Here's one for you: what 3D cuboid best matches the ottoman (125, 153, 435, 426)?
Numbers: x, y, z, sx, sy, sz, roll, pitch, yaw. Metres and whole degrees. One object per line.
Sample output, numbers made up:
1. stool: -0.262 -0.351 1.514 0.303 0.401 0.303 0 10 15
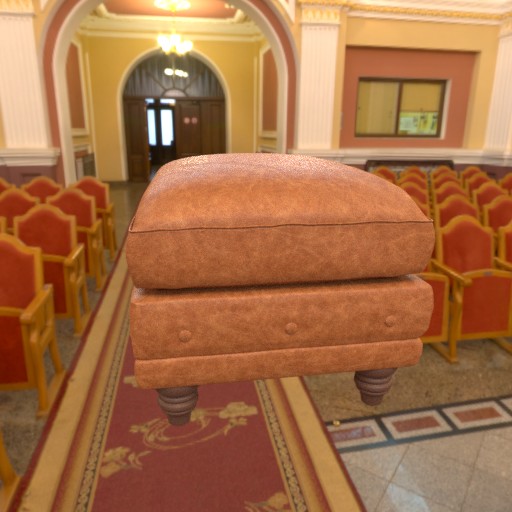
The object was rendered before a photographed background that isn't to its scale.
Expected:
1. ottoman: 0.000 0.000 1.074 0.533 0.480 0.710 -3 16 -9
